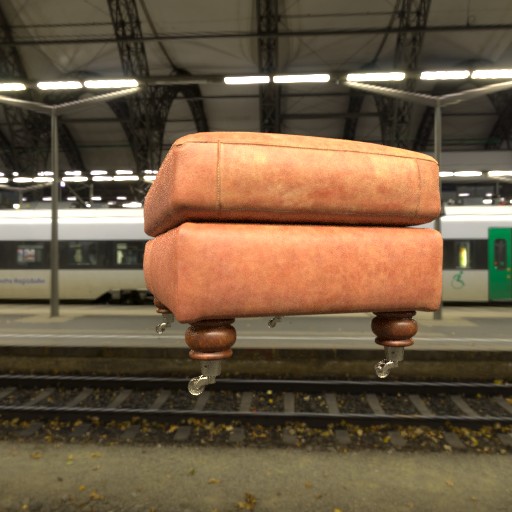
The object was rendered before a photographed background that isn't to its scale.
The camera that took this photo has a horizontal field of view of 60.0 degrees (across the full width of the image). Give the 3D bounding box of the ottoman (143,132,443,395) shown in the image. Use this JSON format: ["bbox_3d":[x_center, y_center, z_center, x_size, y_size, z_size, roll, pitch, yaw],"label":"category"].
[{"bbox_3d":[0.000,0.000,1.196,0.565,0.507,0.852,0,0,-18],"label":"ottoman"}]
